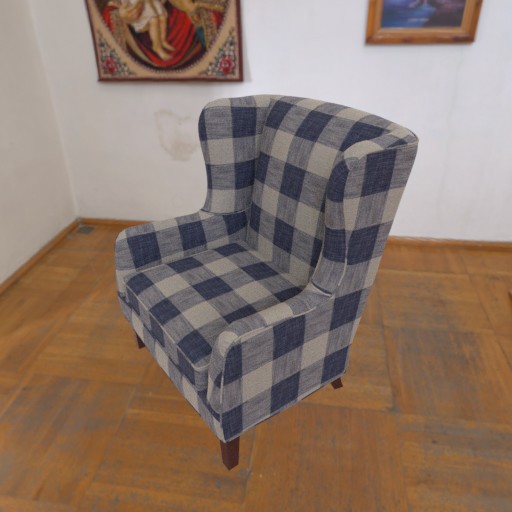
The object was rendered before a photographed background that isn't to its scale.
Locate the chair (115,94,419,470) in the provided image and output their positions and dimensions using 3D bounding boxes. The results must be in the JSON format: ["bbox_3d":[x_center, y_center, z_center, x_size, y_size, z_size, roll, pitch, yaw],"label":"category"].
[{"bbox_3d":[0.000,0.000,1.710,0.889,1.041,0.830,-21,37,-31],"label":"chair"}]
